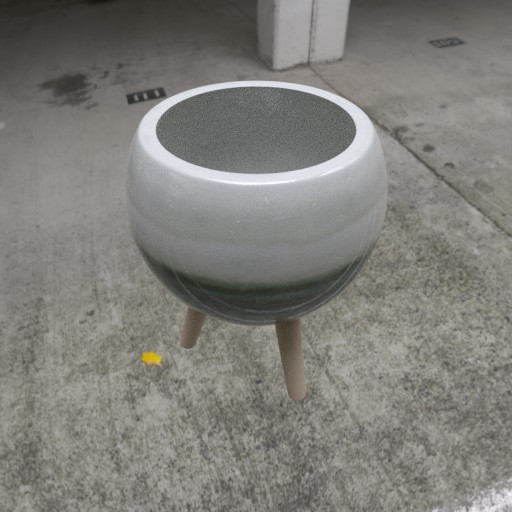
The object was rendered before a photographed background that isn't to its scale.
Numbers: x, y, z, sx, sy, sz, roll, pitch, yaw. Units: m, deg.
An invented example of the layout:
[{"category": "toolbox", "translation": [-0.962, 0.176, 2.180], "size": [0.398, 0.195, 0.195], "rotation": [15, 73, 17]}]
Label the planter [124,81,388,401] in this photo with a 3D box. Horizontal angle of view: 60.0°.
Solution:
[{"category": "planter", "translation": [0.000, 0.000, 0.436], "size": [0.222, 0.278, 0.222], "rotation": [0, 41, 0]}]
